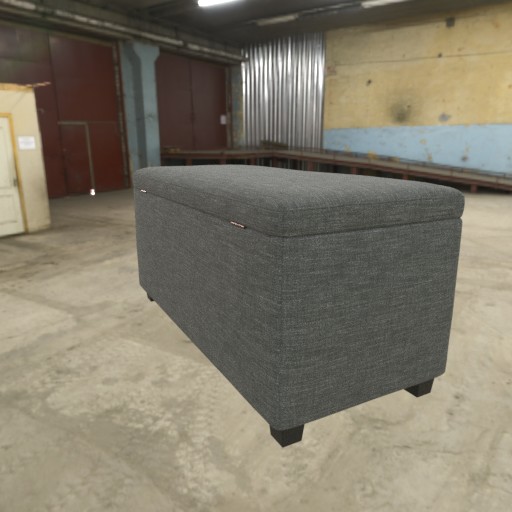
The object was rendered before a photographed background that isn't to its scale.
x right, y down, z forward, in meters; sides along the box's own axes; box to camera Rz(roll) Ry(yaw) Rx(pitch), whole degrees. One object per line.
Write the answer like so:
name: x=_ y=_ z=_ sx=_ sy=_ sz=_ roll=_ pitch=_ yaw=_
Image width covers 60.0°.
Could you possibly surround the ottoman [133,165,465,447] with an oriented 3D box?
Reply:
ottoman: x=0.000 y=0.000 z=1.129 sx=0.419 sy=0.432 sz=0.902 roll=-8 pitch=16 yaw=-27
